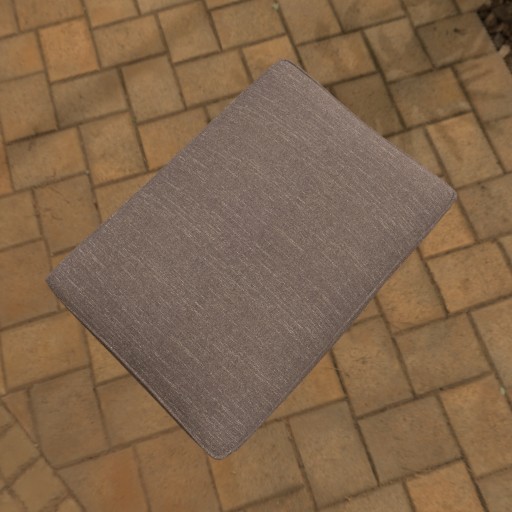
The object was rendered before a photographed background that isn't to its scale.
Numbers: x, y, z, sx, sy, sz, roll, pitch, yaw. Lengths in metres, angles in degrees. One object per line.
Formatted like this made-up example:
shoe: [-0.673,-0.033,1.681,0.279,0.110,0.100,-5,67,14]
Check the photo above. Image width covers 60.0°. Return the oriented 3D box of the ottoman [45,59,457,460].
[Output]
ottoman: [0.000,0.000,0.979,0.508,0.406,0.686,42,80,10]
